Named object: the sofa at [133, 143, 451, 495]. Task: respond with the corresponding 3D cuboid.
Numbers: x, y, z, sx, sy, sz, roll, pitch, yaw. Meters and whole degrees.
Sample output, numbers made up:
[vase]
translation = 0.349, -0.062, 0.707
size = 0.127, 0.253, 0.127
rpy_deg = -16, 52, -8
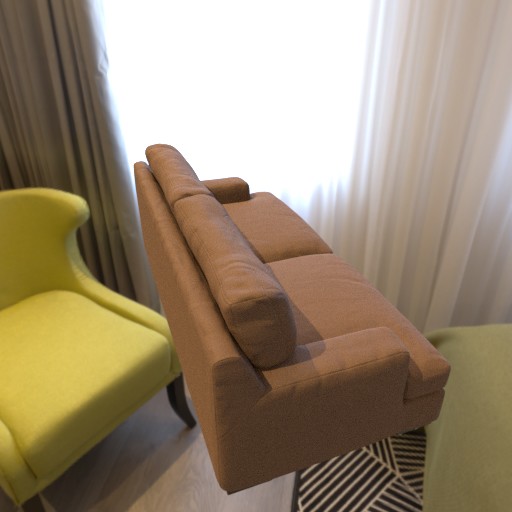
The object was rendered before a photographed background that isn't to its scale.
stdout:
[sofa]
translation = 0.000, 0.000, 2.693
size = 1.140, 0.950, 2.274
rpy_deg = -10, 32, -17
